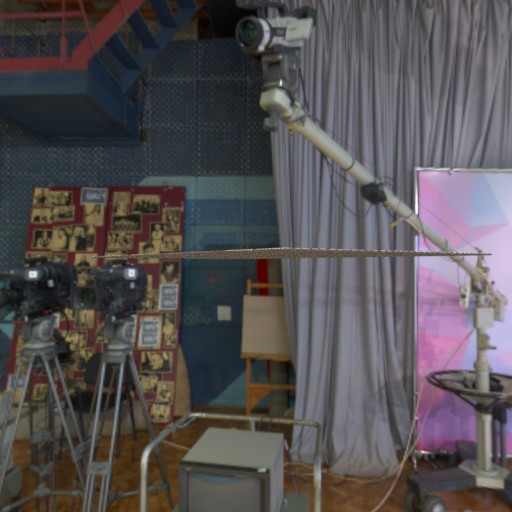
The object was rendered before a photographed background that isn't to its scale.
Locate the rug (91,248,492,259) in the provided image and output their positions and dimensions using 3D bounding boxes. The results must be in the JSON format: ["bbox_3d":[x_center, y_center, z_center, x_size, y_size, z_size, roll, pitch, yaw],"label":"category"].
[{"bbox_3d":[0.000,0.000,3.030,1.517,0.011,2.435,1,-1,-36],"label":"rug"}]
